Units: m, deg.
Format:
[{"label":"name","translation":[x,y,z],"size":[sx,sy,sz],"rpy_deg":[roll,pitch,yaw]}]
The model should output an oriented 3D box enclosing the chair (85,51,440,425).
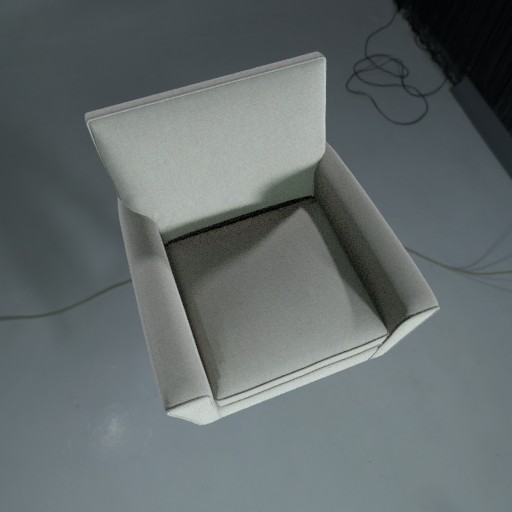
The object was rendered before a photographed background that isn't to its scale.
[{"label":"chair","translation":[0.000,0.000,1.557],"size":[0.840,0.846,0.871],"rpy_deg":[-19,65,-9]}]
